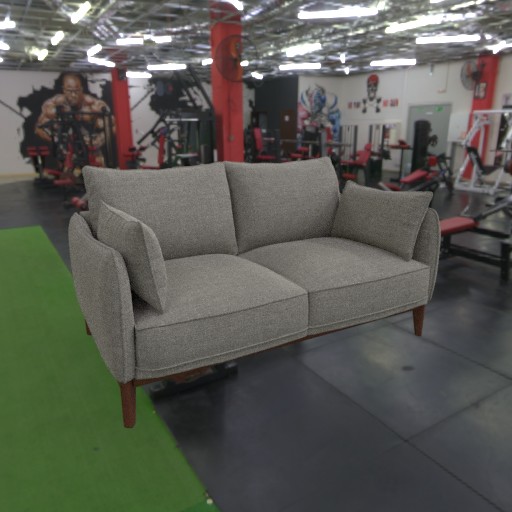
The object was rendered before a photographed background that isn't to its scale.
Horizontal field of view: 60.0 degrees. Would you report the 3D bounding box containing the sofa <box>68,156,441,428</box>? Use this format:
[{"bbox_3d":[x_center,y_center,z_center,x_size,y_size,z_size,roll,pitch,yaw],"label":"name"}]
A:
[{"bbox_3d":[0.000,0.000,2.123,1.580,0.851,0.972,-9,19,-27],"label":"sofa"}]
